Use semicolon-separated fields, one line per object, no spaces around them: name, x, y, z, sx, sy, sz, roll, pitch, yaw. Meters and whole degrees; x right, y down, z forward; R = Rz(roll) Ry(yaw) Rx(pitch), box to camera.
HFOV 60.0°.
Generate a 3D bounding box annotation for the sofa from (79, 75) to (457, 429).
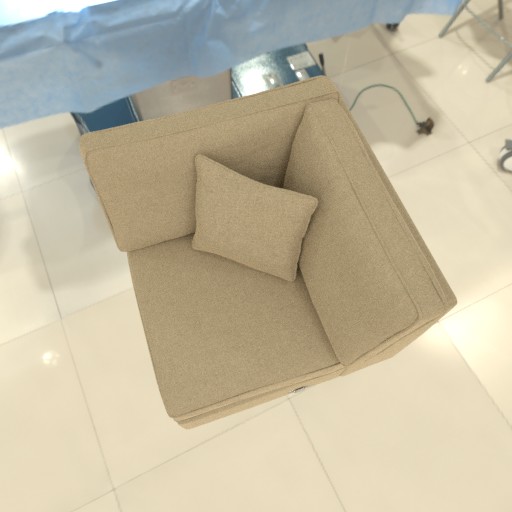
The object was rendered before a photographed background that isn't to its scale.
sofa;0.000;0.000;1.903;1.084;1.002;1.146;-17;66;-8
